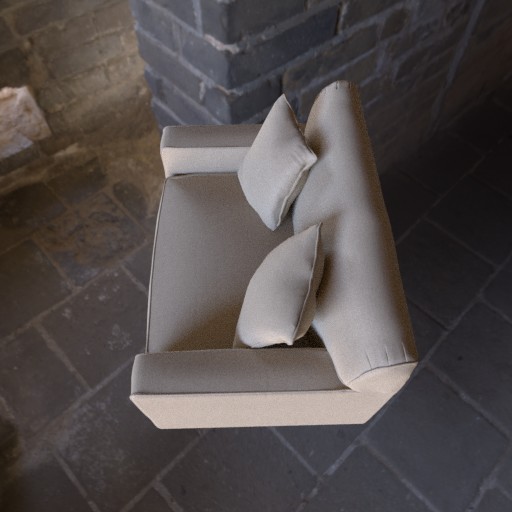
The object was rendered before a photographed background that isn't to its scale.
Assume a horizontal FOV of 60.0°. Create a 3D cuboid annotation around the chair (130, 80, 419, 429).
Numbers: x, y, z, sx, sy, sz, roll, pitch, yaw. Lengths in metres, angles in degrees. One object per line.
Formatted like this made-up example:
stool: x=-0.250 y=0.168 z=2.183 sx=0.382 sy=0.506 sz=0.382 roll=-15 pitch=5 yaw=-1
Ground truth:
chair: x=0.000 y=0.000 z=2.054 sx=1.000 sy=0.948 sz=1.383 roll=-1 pitch=58 yaw=-1
